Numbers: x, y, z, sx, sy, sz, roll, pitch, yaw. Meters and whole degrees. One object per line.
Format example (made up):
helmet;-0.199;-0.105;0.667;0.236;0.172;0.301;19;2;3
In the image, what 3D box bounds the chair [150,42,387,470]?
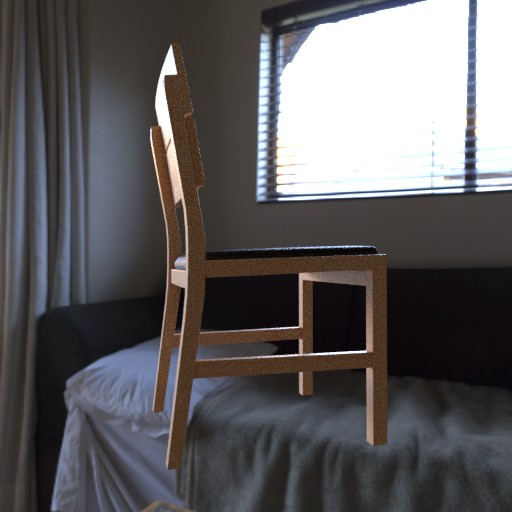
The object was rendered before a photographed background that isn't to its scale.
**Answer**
chair;0.000;0.000;1.263;0.560;0.950;0.475;0;-1;-17
